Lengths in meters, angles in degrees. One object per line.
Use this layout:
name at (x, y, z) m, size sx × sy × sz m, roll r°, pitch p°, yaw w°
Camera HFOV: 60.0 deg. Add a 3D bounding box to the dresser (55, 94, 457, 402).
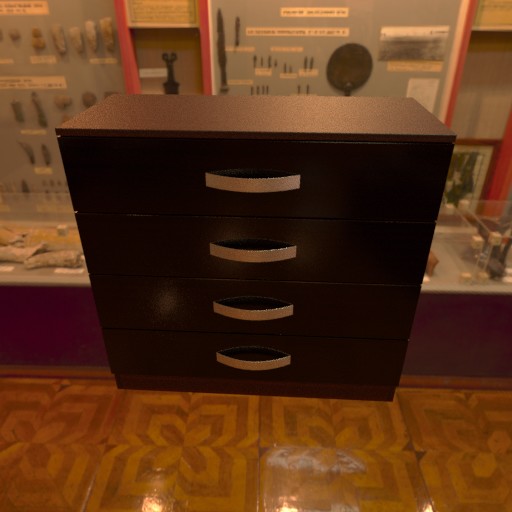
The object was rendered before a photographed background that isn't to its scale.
dresser at (0.000, 0.000, 1.138) m, size 0.750 × 0.720 × 0.360 m, roll 2°, pitch 31°, yaw 3°
